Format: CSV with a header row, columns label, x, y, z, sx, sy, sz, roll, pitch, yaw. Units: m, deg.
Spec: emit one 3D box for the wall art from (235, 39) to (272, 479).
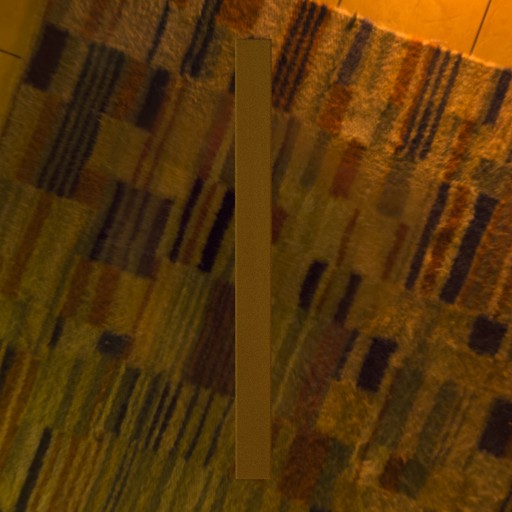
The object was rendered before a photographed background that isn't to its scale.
label,x,y,z,sx,sy,sz,roll,pitch,yaw
wall art,0.000,0.000,0.796,0.040,0.608,0.489,0,91,1
